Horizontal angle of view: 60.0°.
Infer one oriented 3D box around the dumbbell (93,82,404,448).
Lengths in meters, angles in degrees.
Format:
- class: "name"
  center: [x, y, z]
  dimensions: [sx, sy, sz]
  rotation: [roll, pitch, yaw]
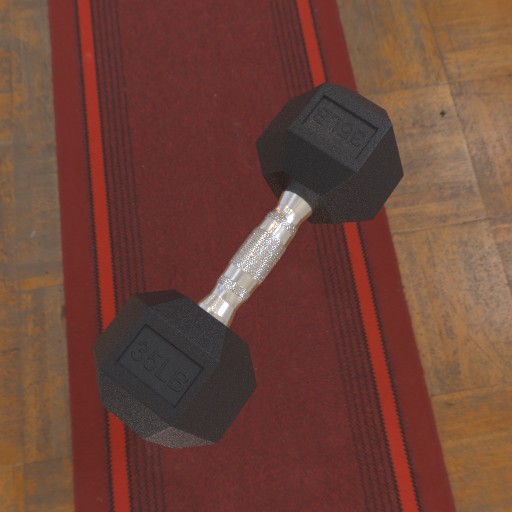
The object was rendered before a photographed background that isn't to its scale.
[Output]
- class: "dumbbell"
  center: [0.000, 0.000, 0.419]
  dimensions: [0.141, 0.123, 0.356]
  rotation: [35, 78, 8]
